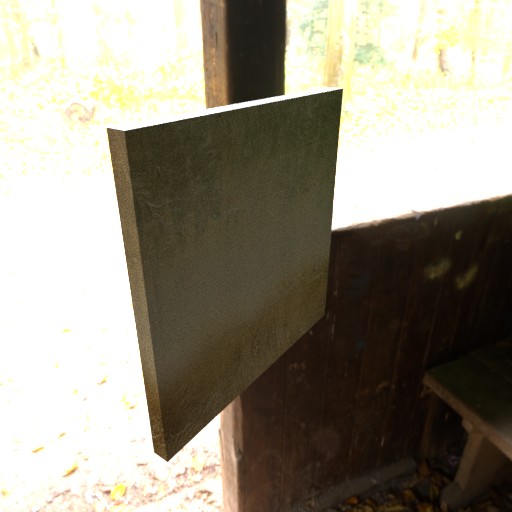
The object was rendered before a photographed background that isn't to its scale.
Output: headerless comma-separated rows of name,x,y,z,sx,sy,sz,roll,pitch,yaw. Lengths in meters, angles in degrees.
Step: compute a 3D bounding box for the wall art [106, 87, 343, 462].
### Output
wall art,0.000,0.000,0.925,0.038,0.610,0.610,18,32,32
